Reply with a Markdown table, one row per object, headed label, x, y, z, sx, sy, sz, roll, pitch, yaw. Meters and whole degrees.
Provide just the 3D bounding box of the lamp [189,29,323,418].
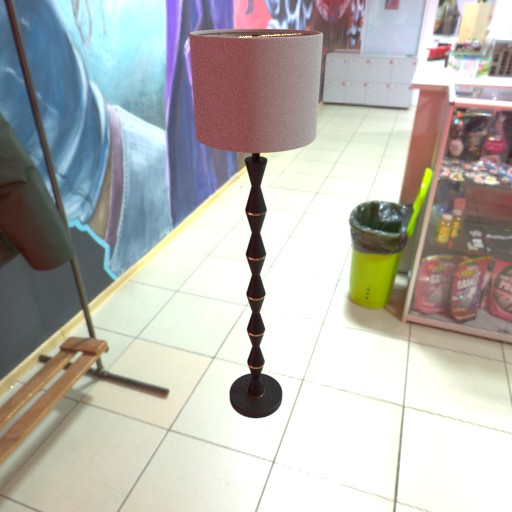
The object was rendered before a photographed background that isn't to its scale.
| label | x | y | z | sx | sy | sz | roll | pitch | yaw |
| --- | --- | --- | --- | --- | --- | --- | --- | --- | --- |
| lamp | 0.000 | 0.000 | 1.641 | 0.381 | 1.480 | 0.381 | -21 | 36 | -32 |
